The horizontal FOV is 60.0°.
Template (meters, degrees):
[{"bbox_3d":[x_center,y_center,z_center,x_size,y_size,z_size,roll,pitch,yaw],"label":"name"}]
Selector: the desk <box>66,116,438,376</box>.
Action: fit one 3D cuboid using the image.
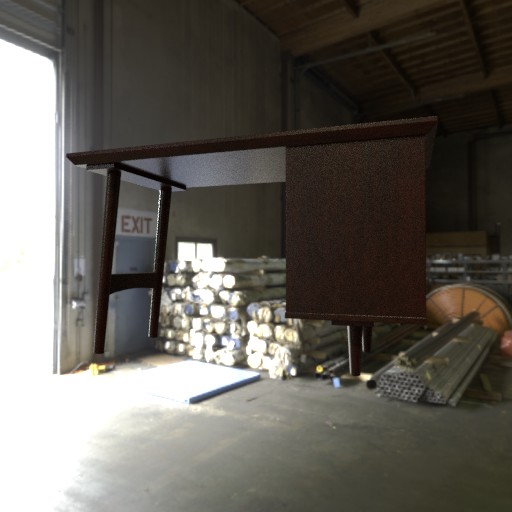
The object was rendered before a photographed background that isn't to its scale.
[{"bbox_3d":[0.000,0.000,1.714,1.277,0.758,0.612,0,-1,19],"label":"desk"}]
